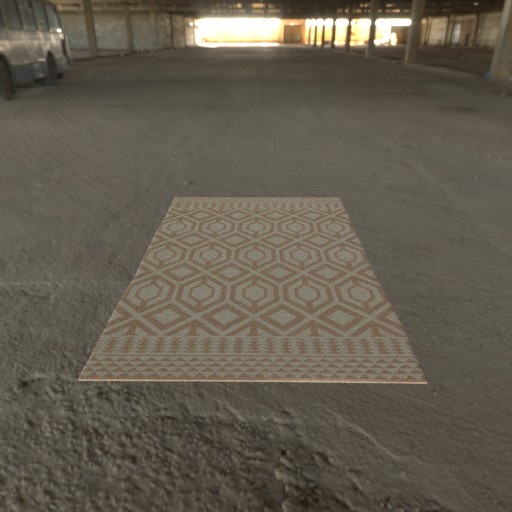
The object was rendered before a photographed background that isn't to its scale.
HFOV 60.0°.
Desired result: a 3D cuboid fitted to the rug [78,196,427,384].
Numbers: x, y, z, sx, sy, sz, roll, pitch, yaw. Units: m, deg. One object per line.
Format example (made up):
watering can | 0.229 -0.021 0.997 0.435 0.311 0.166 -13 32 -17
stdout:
rug | 0.000 0.000 3.008 1.526 0.011 2.435 0 27 1
